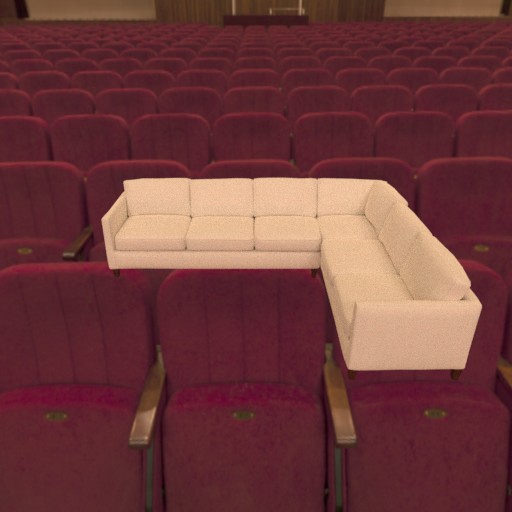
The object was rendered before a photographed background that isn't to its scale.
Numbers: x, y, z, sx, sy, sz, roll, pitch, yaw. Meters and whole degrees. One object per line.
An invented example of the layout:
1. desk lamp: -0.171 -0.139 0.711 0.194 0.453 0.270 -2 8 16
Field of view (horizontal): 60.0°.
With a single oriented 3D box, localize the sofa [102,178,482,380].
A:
1. sofa: 0.000 0.000 4.418 3.302 0.947 2.593 0 27 0
